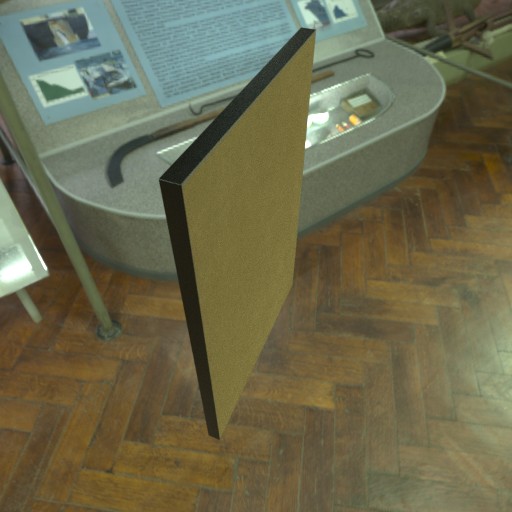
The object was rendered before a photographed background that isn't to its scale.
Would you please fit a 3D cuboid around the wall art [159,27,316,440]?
[{"bbox_3d":[0.000,0.000,0.574,0.019,0.455,0.314,17,49,15],"label":"wall art"}]
